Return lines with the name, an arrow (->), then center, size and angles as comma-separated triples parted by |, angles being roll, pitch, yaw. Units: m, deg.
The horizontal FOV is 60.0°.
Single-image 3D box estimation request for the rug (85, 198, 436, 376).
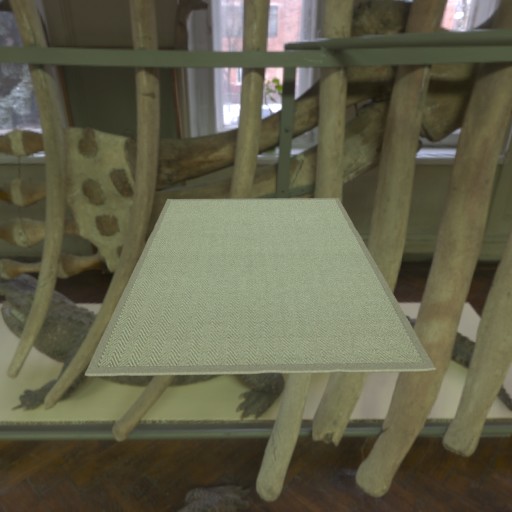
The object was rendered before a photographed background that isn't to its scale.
rug -> 0.000, 0.000, 2.956 | 1.540, 0.021, 2.290 | -1, 27, -1
